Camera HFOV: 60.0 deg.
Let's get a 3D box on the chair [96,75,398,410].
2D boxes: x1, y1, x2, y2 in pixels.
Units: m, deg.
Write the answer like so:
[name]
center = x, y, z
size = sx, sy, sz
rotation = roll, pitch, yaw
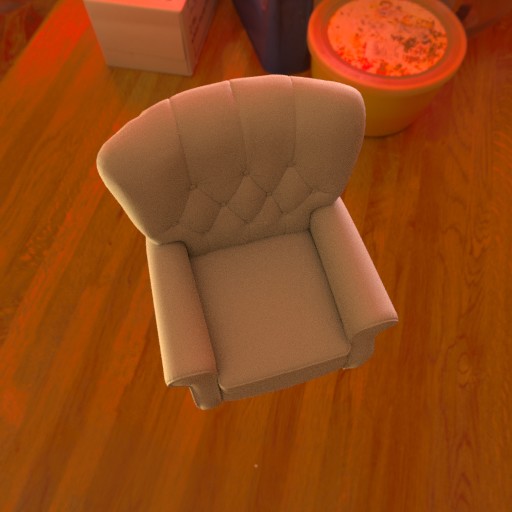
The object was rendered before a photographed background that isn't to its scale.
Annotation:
[chair]
center = 0.000, 0.000, 2.083
size = 1.090, 1.217, 1.128
rotation = -14, 65, -6
